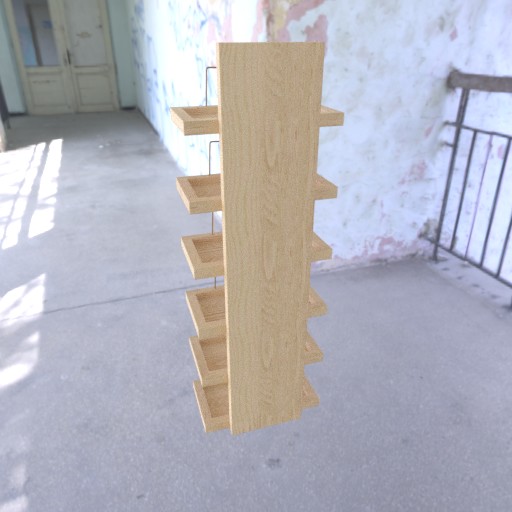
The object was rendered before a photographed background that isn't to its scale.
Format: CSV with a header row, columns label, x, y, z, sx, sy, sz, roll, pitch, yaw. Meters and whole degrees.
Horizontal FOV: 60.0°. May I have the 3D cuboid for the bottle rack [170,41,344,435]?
label,x,y,z,sx,sy,sz,roll,pitch,yaw
bottle rack,0.000,0.000,1.081,0.330,0.943,0.206,-8,28,-16
